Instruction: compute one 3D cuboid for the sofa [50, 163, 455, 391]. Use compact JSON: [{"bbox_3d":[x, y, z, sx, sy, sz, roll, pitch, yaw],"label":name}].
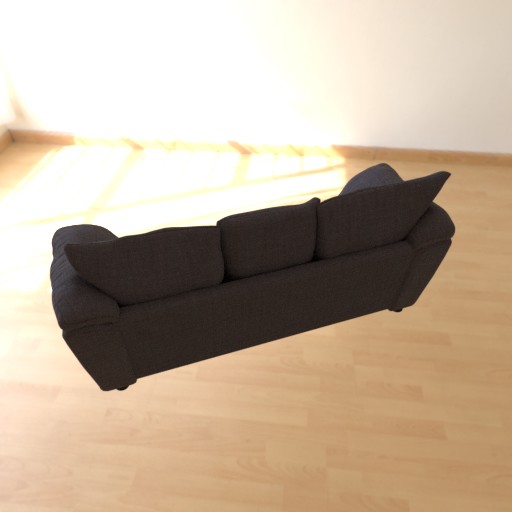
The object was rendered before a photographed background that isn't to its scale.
[{"bbox_3d":[0.000,0.000,2.795,2.336,1.080,0.883,-13,42,-14],"label":"sofa"}]
